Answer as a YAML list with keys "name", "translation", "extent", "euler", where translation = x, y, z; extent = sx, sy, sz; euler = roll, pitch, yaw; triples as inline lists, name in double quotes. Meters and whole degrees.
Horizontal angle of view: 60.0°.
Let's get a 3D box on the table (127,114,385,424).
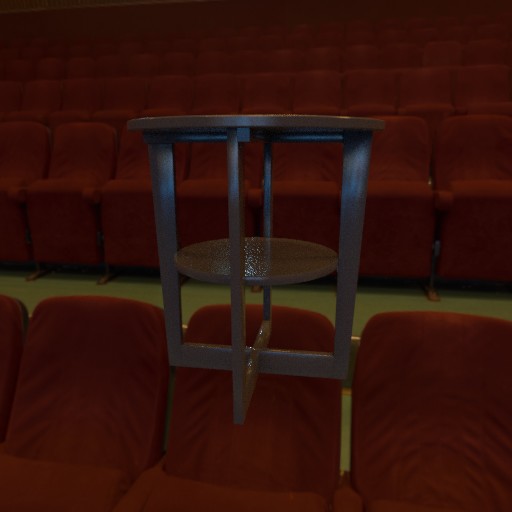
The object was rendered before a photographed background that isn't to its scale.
- name: "table"
  translation: [0.000, 0.000, 0.956]
  extent: [0.500, 0.550, 0.500]
  euler: [0, 14, 0]
